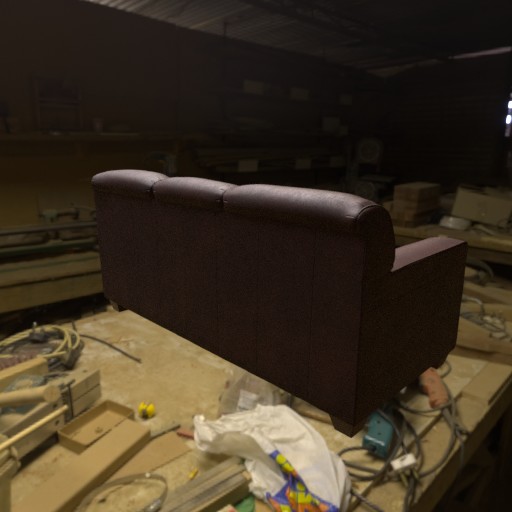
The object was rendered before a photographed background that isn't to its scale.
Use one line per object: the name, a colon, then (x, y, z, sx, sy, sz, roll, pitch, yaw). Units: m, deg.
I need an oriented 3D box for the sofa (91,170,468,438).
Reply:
sofa: (0.000, 0.000, 2.558, 1.008, 0.953, 2.039, -14, 20, -43)
